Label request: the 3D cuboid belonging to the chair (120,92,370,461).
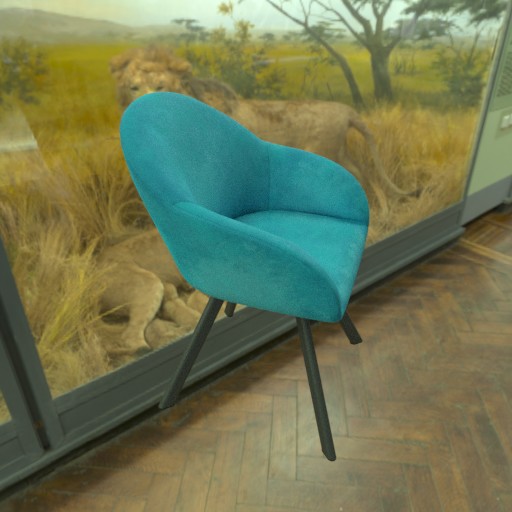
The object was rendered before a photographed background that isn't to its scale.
[{"bbox_3d":[0.000,0.000,1.182,0.590,0.795,0.550,10,31,17],"label":"chair"}]
